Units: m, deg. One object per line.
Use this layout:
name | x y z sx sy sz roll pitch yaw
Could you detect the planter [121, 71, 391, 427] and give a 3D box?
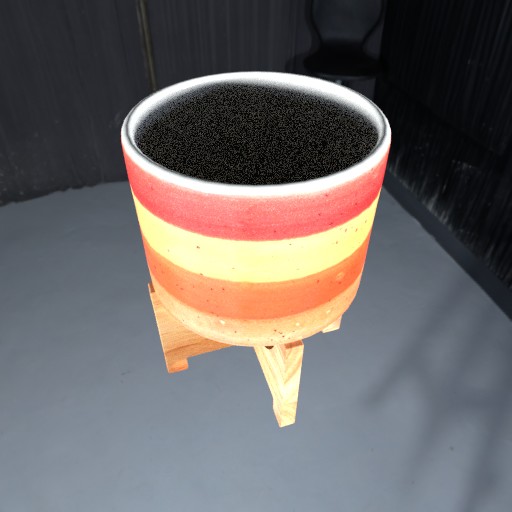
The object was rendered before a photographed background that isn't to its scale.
planter | 0.000 0.000 0.407 0.199 0.268 0.199 0 42 0
